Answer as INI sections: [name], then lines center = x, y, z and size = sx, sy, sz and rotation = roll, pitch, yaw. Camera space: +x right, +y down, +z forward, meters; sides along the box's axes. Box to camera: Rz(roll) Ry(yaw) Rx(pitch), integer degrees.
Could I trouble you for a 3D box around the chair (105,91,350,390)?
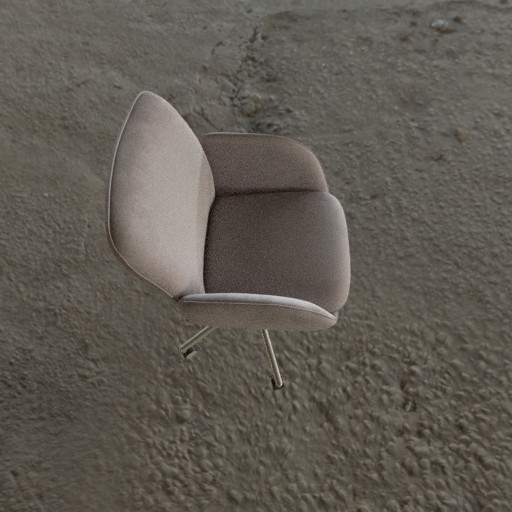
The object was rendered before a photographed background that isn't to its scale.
[chair]
center = 0.000, 0.000, 1.405
size = 0.654, 0.959, 0.648
rotation = 1, 62, 1
